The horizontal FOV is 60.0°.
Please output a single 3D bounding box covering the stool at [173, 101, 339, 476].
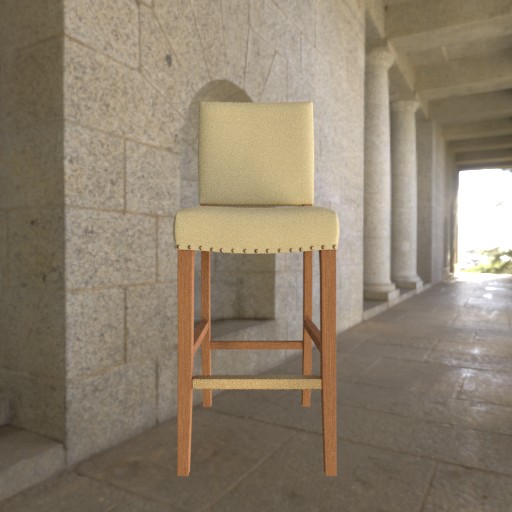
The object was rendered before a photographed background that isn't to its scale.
[{"bbox_3d":[0.000,0.000,1.455,0.445,1.168,0.584,0,1,0],"label":"stool"}]
